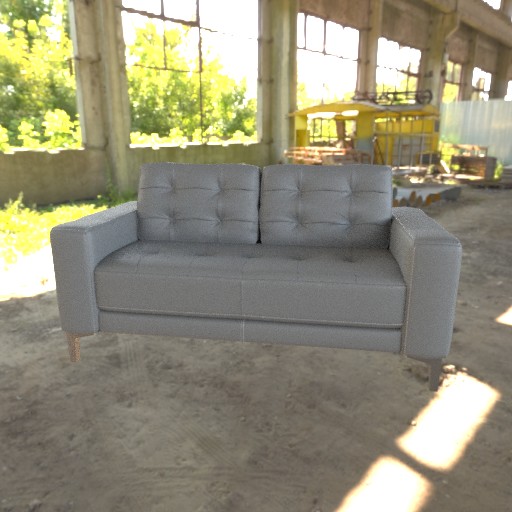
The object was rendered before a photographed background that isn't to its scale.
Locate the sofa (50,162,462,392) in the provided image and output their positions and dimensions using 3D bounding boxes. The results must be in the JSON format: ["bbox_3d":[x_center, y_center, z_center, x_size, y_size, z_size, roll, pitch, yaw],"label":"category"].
[{"bbox_3d":[0.000,0.000,2.211,1.726,0.892,0.833,2,15,9],"label":"sofa"}]
